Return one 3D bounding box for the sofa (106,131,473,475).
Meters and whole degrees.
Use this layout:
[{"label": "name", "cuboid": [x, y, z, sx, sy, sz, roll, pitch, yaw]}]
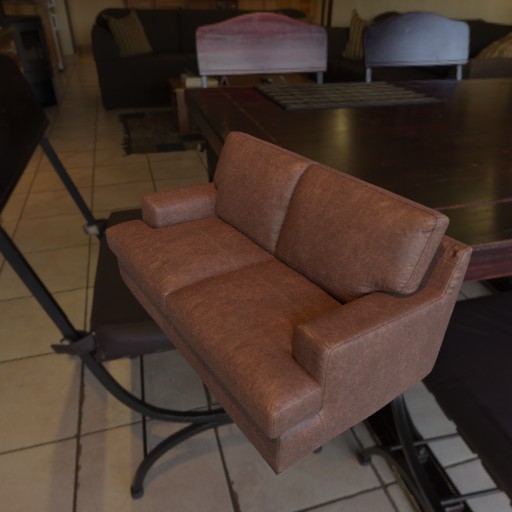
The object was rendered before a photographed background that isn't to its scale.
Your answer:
[{"label": "sofa", "cuboid": [0.000, 0.000, 2.480, 1.143, 0.939, 1.880, -20, 36, -30]}]
